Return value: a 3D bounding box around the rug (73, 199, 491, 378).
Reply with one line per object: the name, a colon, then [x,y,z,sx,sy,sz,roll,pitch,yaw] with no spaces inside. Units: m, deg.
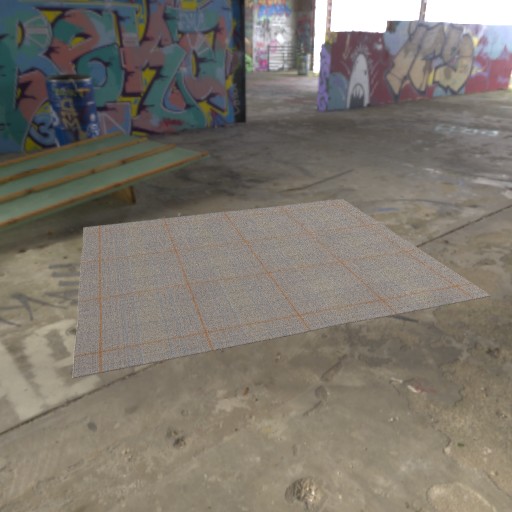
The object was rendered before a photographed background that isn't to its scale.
rug: [0.000,0.000,4.066,3.051,0.021,2.448,-8,27,-16]
